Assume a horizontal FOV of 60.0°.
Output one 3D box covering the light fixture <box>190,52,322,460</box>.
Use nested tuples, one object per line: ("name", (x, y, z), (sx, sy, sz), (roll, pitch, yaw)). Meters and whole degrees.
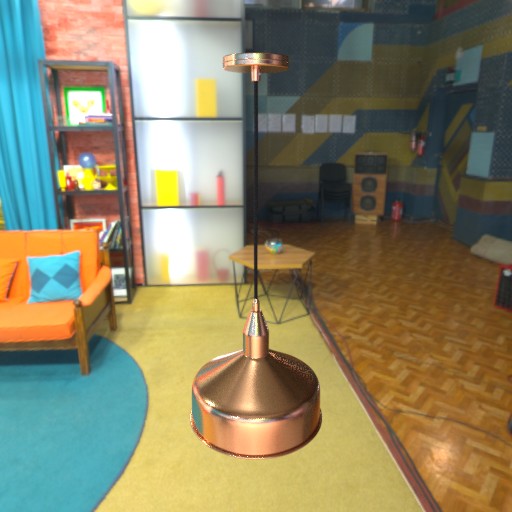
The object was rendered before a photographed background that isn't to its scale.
("light fixture", (0.000, 0.000, 0.915), (0.301, 0.754, 0.301), (15, 22, 42))
